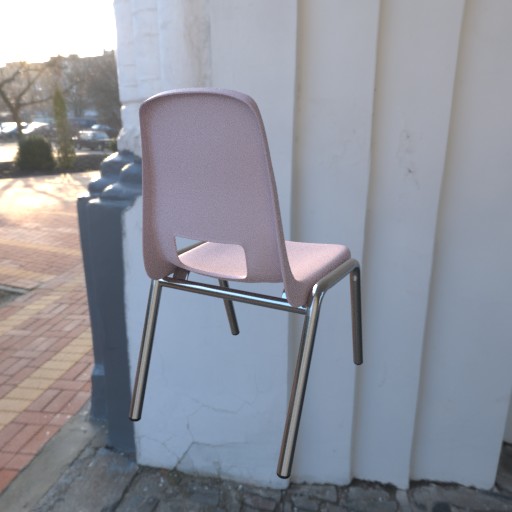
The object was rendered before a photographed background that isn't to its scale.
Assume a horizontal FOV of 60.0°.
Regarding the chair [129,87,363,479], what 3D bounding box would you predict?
[{"bbox_3d":[0.000,0.000,0.860,0.354,0.586,0.423,8,18,26],"label":"chair"}]
